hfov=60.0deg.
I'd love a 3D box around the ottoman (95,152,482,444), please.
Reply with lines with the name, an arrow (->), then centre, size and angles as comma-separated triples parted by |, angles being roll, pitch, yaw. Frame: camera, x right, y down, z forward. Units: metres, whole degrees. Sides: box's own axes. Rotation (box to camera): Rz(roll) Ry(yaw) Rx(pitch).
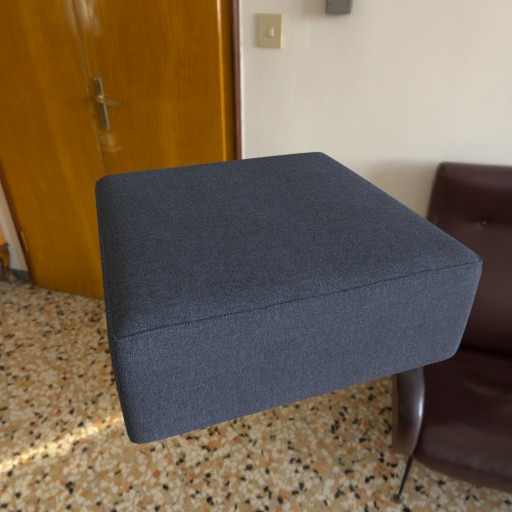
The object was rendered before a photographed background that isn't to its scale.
ottoman -> 0.000, 0.000, 1.529 | 1.000, 0.439, 1.000 | -10, 32, -16
